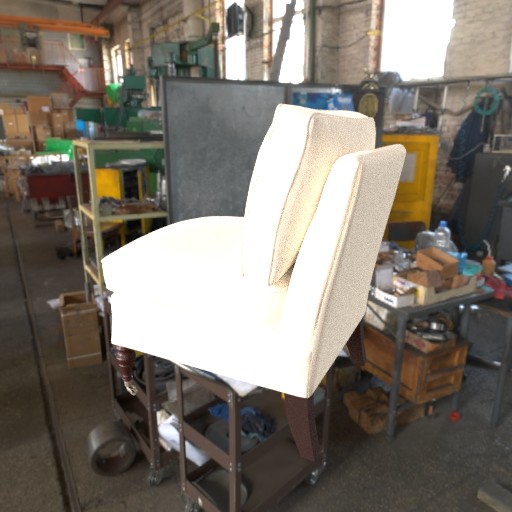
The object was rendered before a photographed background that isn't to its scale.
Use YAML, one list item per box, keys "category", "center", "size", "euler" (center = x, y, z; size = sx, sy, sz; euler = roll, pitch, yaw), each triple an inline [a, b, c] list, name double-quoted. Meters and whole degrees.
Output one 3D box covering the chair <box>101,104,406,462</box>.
- category: "chair"
  center: [0.000, 0.000, 1.408]
  size: [0.781, 0.887, 0.630]
  euler: [8, 18, 26]
